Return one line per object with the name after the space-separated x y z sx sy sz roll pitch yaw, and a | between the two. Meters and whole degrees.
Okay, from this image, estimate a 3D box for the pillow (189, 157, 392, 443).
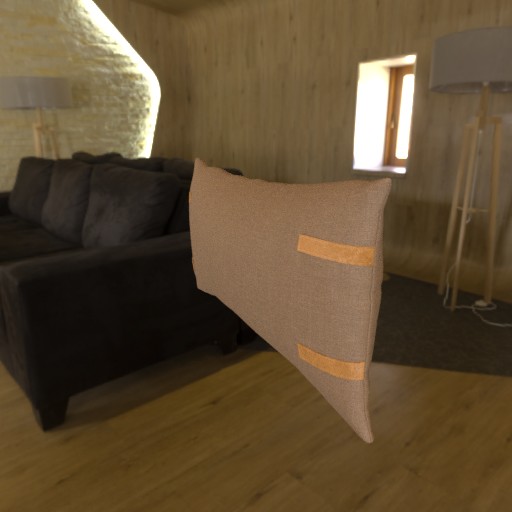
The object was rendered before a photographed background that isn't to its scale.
0.000 0.000 0.741 0.148 0.308 0.612 -7 17 -25 | pillow
